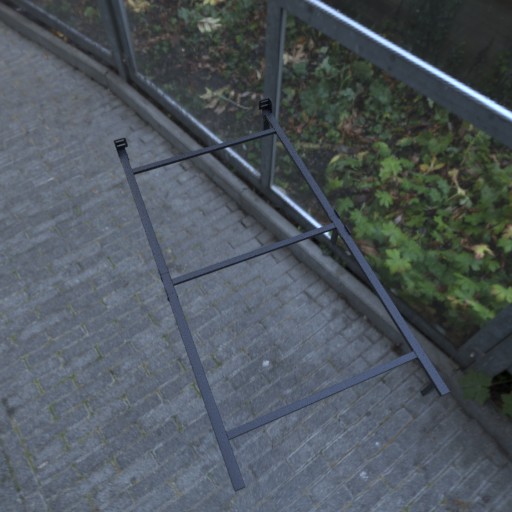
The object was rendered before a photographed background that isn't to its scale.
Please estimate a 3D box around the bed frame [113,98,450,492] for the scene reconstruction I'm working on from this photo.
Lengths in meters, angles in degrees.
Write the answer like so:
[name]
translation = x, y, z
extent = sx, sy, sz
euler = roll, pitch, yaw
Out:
[bed frame]
translation = 0.000, 0.000, 2.243
extent = 0.968, 0.248, 1.897
euler = -19, 60, -12
